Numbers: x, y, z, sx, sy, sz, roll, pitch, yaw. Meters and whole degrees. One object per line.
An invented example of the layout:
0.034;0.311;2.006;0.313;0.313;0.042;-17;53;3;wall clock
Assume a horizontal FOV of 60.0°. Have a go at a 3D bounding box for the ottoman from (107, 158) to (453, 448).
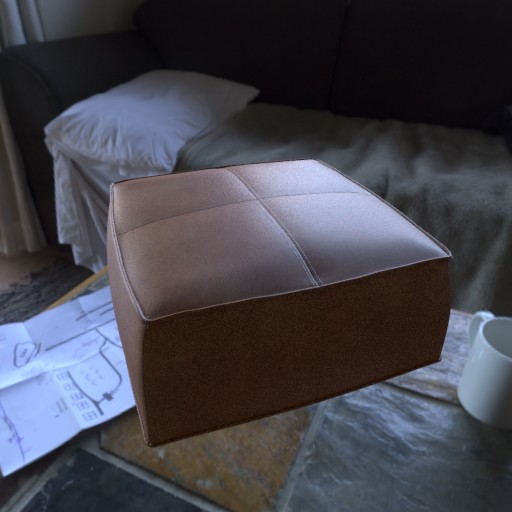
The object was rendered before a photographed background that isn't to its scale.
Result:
0.000;0.000;1.406;0.901;0.395;0.902;-11;33;-17;ottoman
